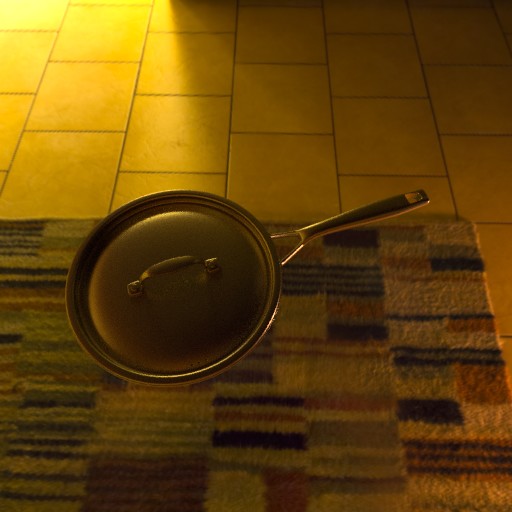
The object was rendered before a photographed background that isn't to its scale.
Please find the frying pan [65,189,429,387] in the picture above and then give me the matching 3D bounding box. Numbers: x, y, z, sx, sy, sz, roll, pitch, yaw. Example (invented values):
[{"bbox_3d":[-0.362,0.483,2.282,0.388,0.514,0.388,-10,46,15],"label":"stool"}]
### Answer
[{"bbox_3d":[0.000,0.000,0.587,0.490,0.086,0.272,-17,63,-9],"label":"frying pan"}]
